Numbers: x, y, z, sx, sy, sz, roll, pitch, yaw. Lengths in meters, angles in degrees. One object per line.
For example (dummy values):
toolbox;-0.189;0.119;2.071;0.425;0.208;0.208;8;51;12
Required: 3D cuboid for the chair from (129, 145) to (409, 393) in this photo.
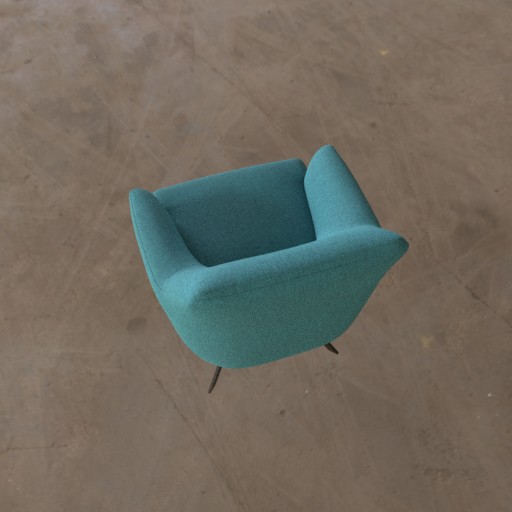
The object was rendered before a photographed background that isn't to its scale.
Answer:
chair;0.000;0.000;1.341;0.642;0.874;0.677;-15;59;-9
